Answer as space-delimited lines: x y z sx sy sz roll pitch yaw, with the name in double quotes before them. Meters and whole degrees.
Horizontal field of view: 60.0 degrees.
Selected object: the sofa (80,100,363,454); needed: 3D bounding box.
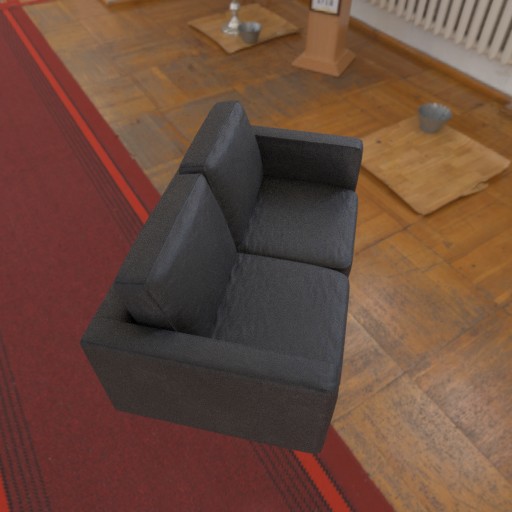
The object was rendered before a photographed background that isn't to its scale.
"sofa" 0.000 0.000 2.030 0.879 0.899 1.430 9 48 8
